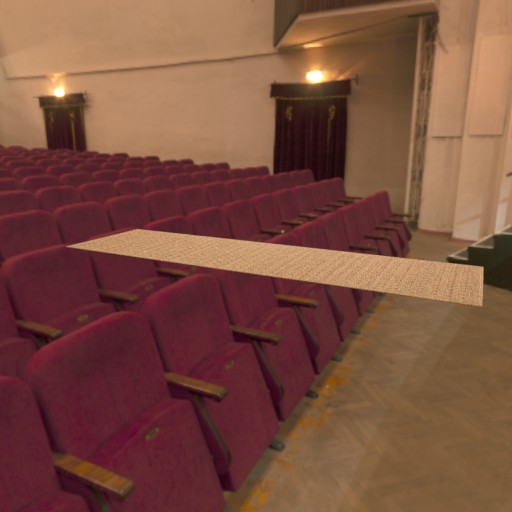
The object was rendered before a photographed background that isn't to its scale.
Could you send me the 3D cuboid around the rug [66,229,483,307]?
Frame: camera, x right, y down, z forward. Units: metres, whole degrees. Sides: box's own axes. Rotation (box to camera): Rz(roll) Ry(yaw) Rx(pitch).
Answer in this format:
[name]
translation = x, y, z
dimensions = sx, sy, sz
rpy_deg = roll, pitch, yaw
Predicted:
[rug]
translation = 0.000, 0.000, 2.657
dimensions = 2.437, 0.005, 0.688
rpy_deg = 7, 16, 26
